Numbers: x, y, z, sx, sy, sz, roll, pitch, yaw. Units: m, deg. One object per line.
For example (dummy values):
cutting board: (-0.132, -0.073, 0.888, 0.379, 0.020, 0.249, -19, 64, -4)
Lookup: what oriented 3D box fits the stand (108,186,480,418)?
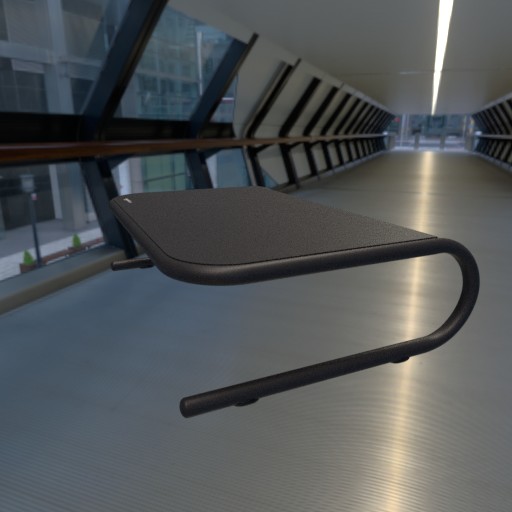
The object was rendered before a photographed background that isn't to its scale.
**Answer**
stand: (0.000, 0.000, 0.504, 0.280, 0.108, 0.370, -7, 18, -24)
